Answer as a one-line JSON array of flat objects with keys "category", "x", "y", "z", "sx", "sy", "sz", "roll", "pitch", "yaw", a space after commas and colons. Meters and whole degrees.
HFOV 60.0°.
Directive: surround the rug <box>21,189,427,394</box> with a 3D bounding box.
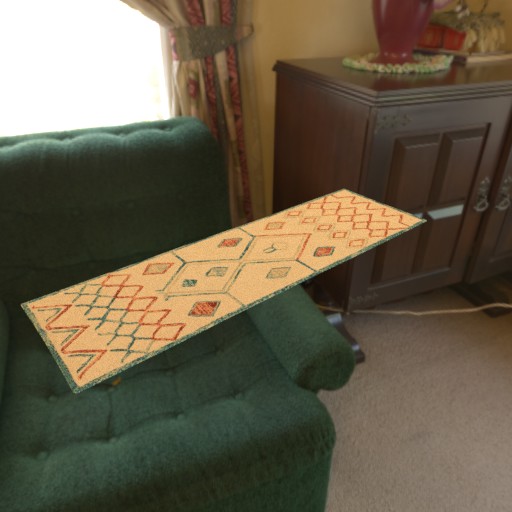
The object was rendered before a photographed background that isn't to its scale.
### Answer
[{"category": "rug", "x": 0.000, "y": 0.000, "z": 2.636, "sx": 2.435, "sy": 0.011, "sz": 0.750, "roll": -23, "pitch": 37, "yaw": -33}]
